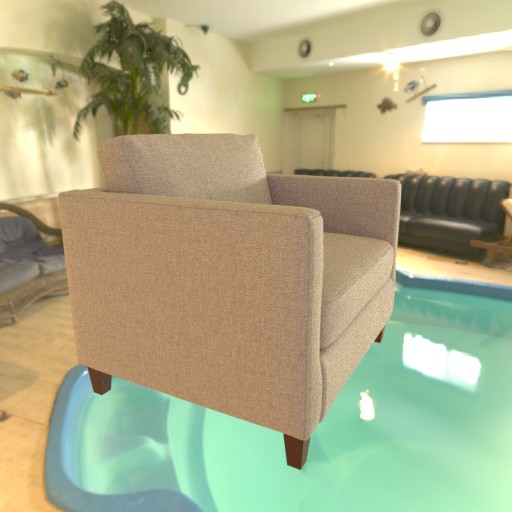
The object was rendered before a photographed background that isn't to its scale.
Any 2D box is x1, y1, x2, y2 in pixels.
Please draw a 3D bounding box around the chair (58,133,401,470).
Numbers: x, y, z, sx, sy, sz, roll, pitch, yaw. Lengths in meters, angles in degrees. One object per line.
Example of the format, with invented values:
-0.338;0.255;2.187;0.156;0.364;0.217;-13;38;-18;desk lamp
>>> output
0.000;0.000;1.788;0.959;0.961;1.107;8;17;28;chair
